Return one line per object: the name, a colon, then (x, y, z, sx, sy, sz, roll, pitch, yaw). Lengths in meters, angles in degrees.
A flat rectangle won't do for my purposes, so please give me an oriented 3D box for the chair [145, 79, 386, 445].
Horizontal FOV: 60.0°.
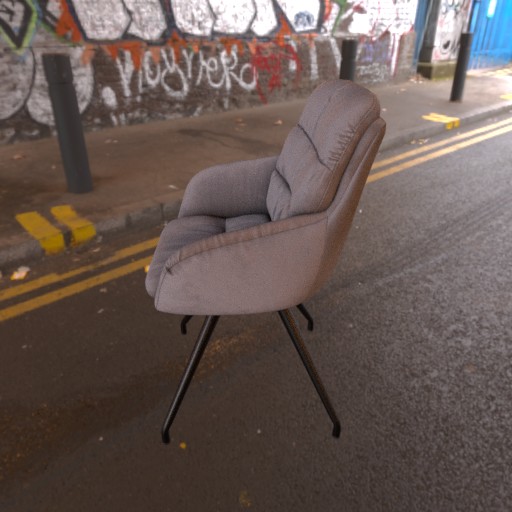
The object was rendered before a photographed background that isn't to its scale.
chair: (0.000, 0.000, 1.225, 0.569, 0.888, 0.579, -1, 28, -2)
